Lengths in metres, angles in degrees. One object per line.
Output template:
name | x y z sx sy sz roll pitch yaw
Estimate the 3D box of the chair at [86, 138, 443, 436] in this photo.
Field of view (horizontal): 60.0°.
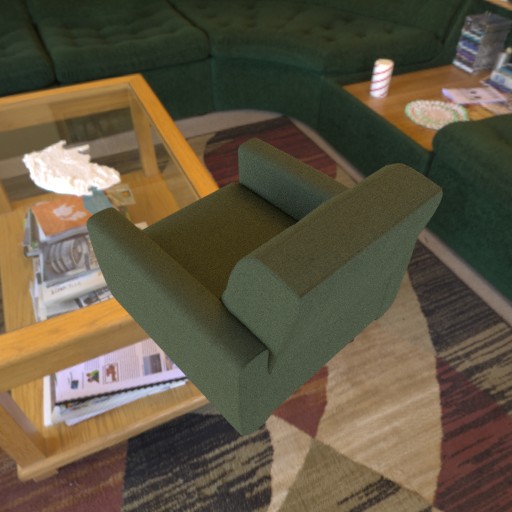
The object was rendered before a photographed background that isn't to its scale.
chair | 0.000 0.000 1.585 0.831 0.841 0.909 -33 54 -29
